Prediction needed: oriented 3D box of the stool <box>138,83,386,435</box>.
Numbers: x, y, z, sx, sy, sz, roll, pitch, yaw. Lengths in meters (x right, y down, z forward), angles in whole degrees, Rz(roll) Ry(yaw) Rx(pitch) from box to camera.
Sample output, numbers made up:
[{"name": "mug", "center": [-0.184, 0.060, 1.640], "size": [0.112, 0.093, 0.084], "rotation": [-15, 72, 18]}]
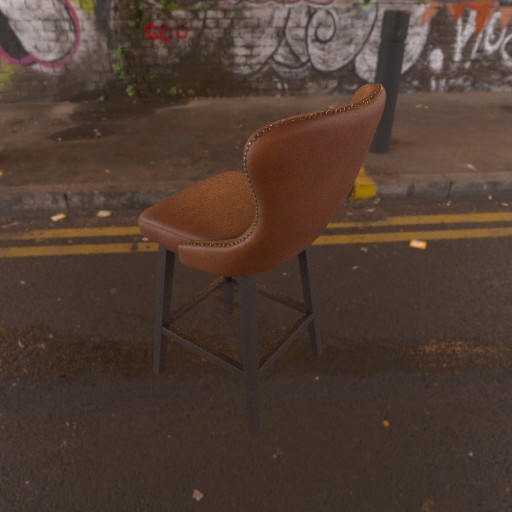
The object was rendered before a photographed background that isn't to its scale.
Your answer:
[{"name": "stool", "center": [0.000, 0.000, 1.313], "size": [0.593, 0.971, 0.528], "rotation": [21, 38, 30]}]
